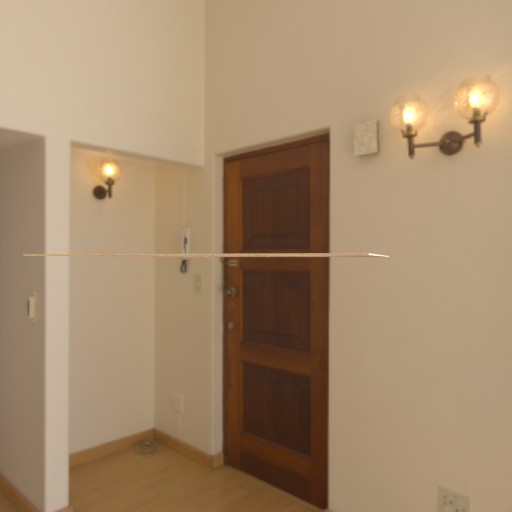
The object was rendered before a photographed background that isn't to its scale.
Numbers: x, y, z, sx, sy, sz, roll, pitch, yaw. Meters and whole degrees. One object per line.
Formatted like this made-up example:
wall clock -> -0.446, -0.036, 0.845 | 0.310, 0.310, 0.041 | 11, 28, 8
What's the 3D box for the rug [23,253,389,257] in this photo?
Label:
rug -> 0.000, 0.000, 2.920 | 1.611, 0.008, 2.227 | 0, 0, 18
